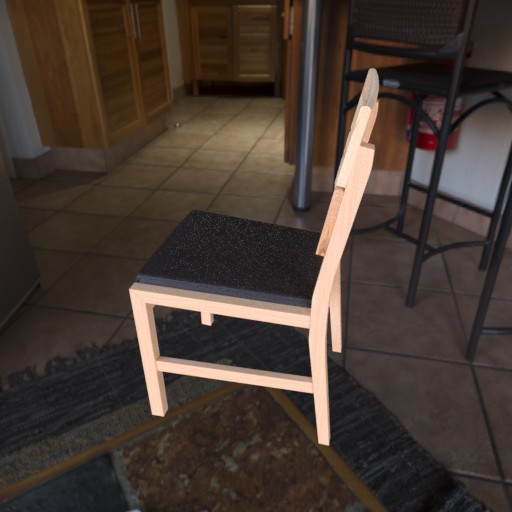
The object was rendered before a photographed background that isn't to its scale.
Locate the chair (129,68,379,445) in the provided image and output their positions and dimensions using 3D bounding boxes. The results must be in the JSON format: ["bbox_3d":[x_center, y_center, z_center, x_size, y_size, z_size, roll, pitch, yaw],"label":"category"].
[{"bbox_3d":[0.000,0.000,1.259,0.560,0.950,0.475,8,32,12],"label":"chair"}]
